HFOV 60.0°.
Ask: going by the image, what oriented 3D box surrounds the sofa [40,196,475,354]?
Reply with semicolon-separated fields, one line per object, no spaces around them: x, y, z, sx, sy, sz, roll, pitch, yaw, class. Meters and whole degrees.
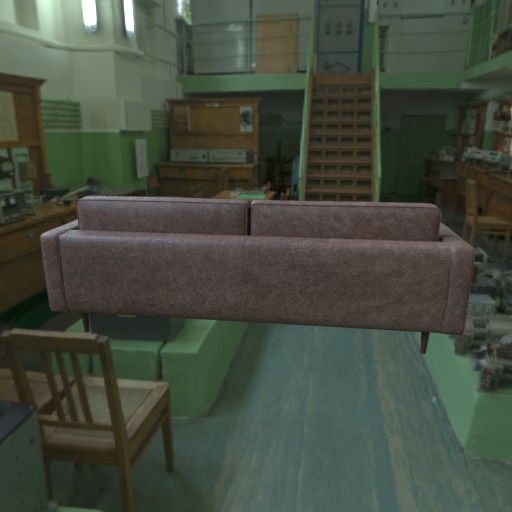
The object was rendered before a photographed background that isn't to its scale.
0.000;0.000;2.677;2.210;0.762;0.914;2;17;7;sofa
